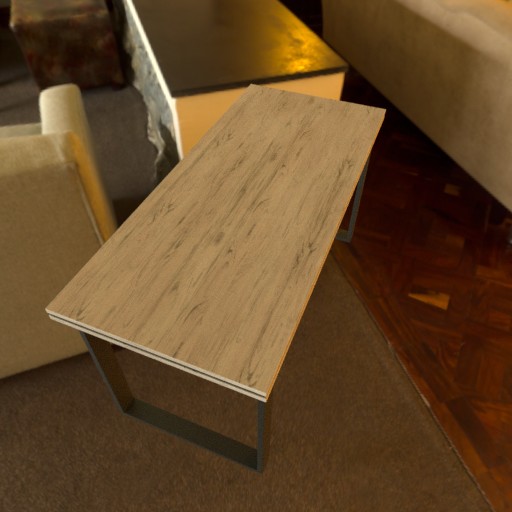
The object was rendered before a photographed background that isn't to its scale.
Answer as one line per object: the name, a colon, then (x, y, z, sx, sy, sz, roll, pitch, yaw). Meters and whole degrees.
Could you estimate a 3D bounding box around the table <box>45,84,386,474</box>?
table: (0.000, 0.000, 2.270, 0.795, 0.899, 1.778, 17, 49, 15)
